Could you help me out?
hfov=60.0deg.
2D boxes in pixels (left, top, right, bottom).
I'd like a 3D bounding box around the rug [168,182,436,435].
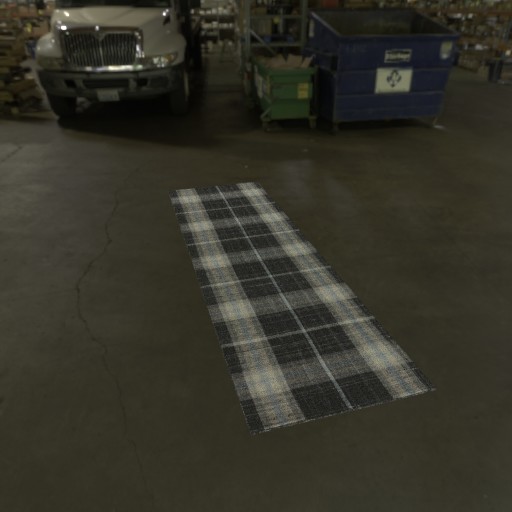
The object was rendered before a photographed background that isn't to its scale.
[{"bbox_3d":[0.000,0.000,2.656,0.760,0.012,2.434,-8,31,-14],"label":"rug"}]
